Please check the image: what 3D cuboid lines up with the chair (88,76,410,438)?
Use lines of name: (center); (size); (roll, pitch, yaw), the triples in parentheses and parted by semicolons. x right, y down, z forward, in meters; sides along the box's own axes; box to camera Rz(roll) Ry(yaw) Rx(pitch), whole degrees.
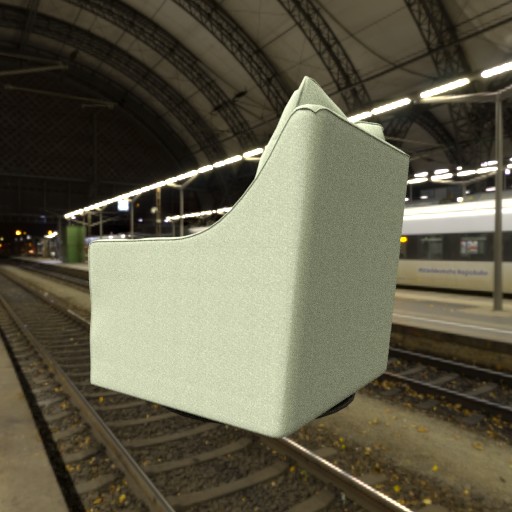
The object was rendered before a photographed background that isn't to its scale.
chair: (0.000, 0.000, 1.559); (0.870, 0.926, 0.760); (1, 1, 35)
